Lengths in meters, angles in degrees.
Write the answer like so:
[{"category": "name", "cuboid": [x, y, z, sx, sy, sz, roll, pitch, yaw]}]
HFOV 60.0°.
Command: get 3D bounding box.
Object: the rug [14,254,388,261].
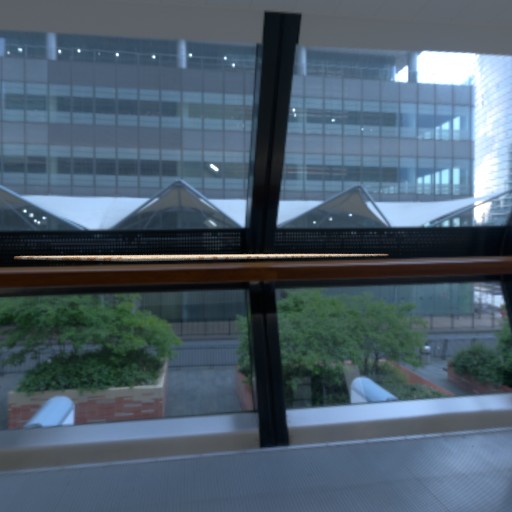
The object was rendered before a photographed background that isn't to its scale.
[{"category": "rug", "cuboid": [0.000, 0.000, 2.624, 0.750, 0.011, 2.435, 0, 1, 36]}]
